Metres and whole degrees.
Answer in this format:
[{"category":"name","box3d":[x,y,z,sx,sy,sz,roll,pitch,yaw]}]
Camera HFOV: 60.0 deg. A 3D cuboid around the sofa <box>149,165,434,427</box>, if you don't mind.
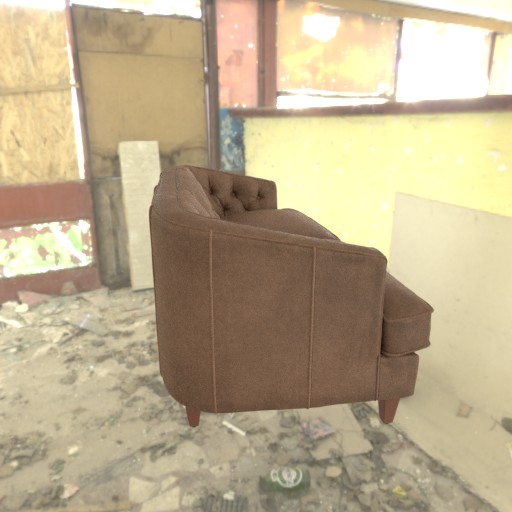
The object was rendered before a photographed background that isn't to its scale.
[{"category":"sofa","box3d":[0.000,0.000,2.179,0.917,0.799,1.767,-3,17,-9]}]
